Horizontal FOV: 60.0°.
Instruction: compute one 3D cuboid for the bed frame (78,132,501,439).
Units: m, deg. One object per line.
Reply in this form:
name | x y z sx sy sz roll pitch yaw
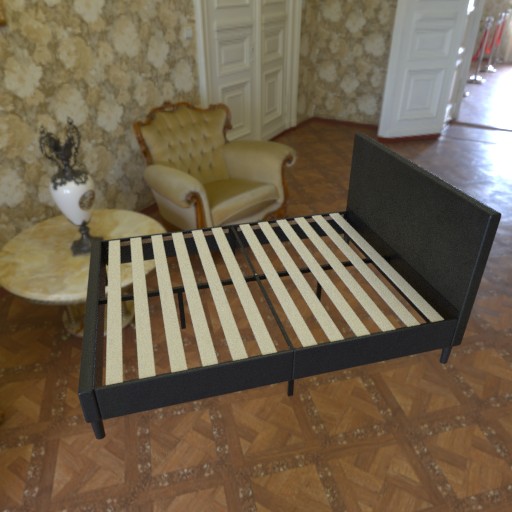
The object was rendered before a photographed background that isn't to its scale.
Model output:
bed frame | 0.000 0.000 3.094 2.318 1.127 1.634 -8 32 -13
